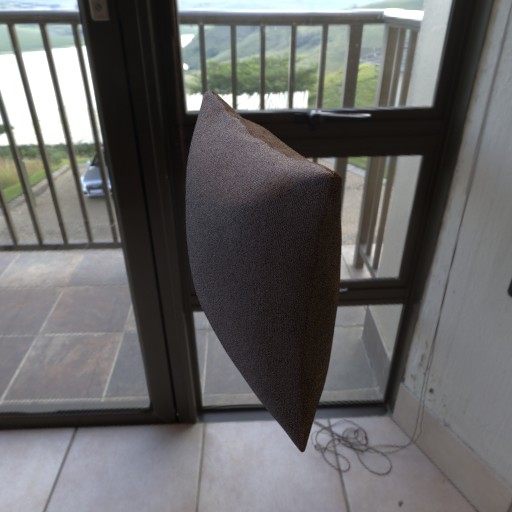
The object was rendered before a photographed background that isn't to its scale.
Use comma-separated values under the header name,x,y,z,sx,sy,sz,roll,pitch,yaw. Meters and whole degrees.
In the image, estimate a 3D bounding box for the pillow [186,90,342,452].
name,x,y,z,sx,sy,sz,roll,pitch,yaw
pillow,0.000,0.000,0.714,0.204,0.439,0.452,-11,33,-17
